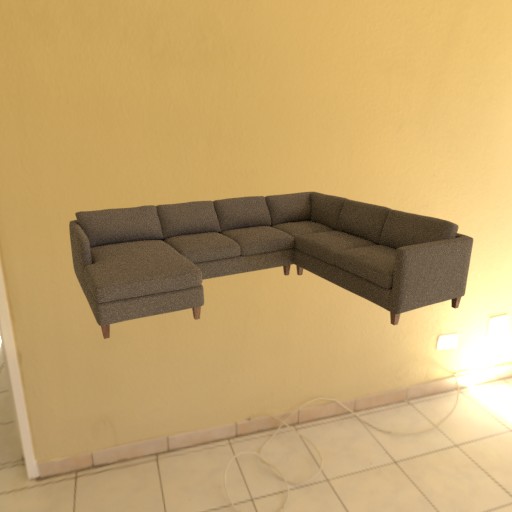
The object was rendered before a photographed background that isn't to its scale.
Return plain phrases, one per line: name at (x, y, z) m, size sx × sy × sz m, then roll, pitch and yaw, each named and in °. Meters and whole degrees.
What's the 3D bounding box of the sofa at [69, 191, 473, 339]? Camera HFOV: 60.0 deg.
sofa at (0.000, 0.000, 4.468) m, size 3.238 × 0.853 × 2.551 m, roll -9°, pitch 19°, yaw -27°
